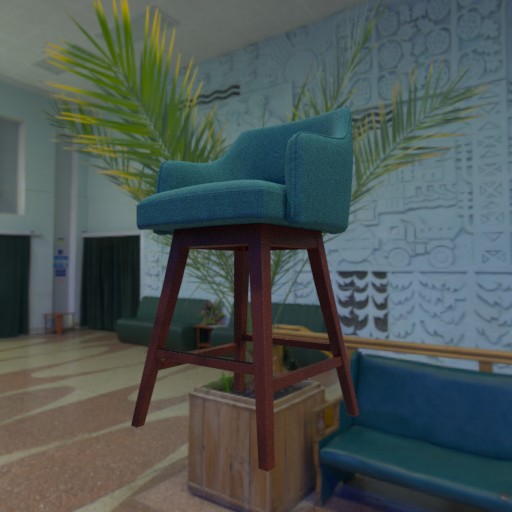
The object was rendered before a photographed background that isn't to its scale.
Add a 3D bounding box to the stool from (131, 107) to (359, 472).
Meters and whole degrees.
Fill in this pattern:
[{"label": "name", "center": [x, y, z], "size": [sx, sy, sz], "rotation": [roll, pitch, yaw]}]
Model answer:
[{"label": "stool", "center": [0.000, 0.000, 1.334], "size": [0.548, 0.961, 0.556], "rotation": [-1, -2, 37]}]
